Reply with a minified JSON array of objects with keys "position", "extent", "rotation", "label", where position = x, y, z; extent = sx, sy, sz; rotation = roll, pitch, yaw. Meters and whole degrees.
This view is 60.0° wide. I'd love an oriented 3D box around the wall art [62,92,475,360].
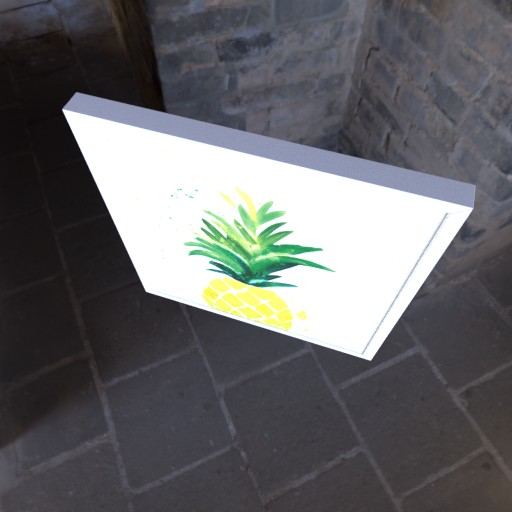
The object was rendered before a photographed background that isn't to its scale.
[{"position":[0.000,0.000,0.747],"extent":[0.508,0.507,0.035],"rotation":[16,60,9],"label":"wall art"}]
